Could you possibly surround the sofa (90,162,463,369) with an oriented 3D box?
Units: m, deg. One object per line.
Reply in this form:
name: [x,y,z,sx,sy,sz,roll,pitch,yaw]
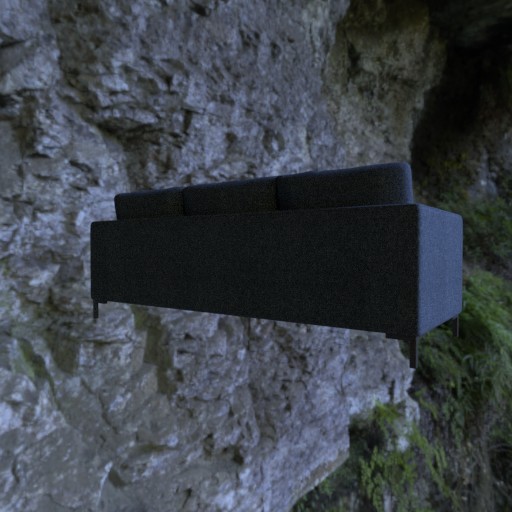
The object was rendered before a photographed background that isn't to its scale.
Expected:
sofa: [0.000,0.000,2.746,2.218,0.874,0.859,1,1,36]
